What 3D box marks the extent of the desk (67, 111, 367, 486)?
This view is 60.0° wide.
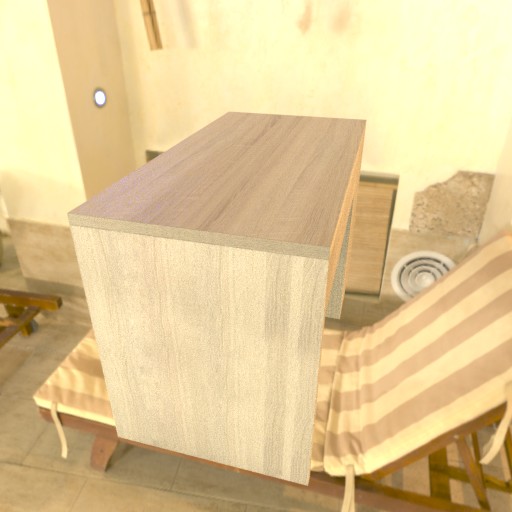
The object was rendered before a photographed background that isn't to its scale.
[{"bbox_3d":[0.000,0.000,1.545,0.600,0.731,1.100,8,31,14],"label":"desk"}]
